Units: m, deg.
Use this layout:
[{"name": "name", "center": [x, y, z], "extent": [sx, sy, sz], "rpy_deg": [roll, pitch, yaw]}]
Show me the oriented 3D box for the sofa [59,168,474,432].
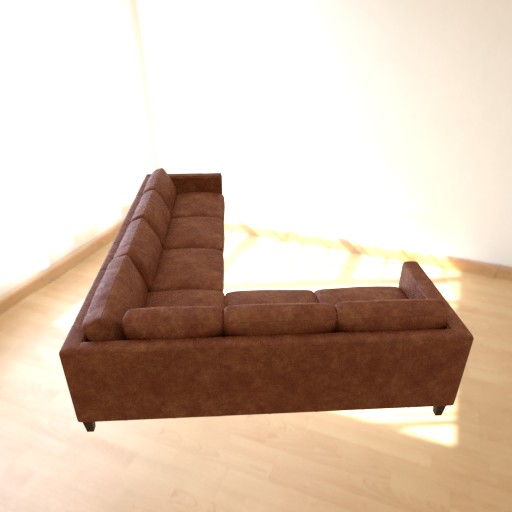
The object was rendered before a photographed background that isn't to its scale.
[{"name": "sofa", "center": [0.000, 0.000, 4.078], "extent": [2.438, 0.838, 3.150], "rpy_deg": [-2, 29, -3]}]
